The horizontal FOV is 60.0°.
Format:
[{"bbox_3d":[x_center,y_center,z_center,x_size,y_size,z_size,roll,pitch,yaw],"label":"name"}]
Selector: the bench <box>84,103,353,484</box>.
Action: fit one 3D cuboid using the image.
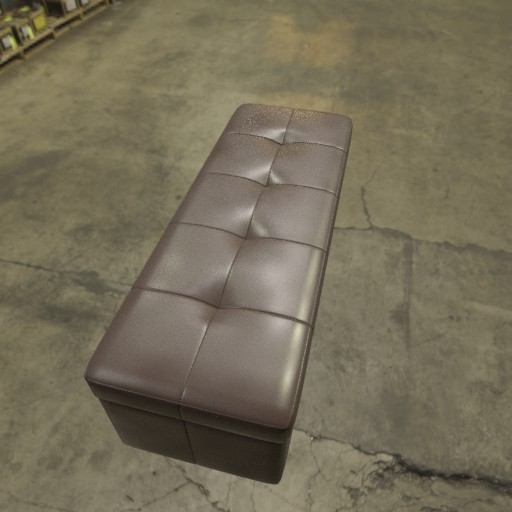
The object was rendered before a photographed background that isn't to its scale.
[{"bbox_3d":[0.000,0.000,1.401,0.450,0.417,1.219,10,47,10],"label":"bench"}]
